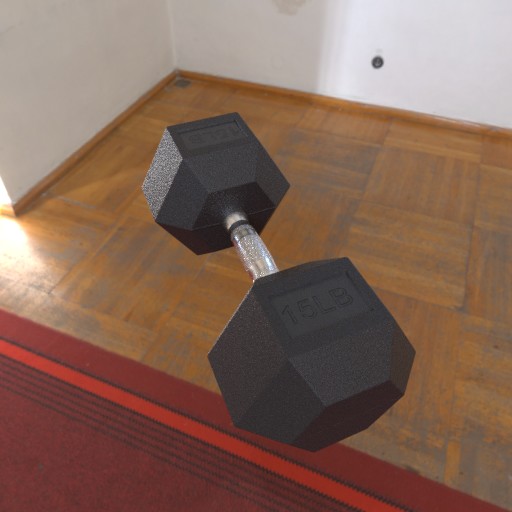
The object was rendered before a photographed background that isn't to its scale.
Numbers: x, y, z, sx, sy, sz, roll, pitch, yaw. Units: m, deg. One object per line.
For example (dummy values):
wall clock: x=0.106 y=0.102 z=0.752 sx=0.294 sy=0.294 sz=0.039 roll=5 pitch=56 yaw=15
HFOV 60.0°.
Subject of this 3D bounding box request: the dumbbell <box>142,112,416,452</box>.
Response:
dumbbell: x=0.000 y=0.000 z=0.334 sx=0.122 sy=0.106 sz=0.271 roll=-17 pitch=49 yaw=-15
